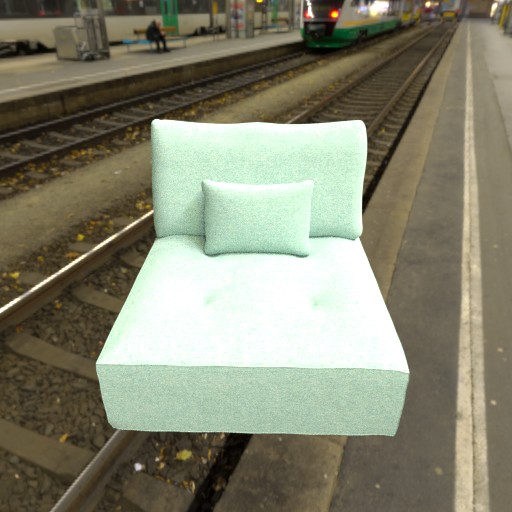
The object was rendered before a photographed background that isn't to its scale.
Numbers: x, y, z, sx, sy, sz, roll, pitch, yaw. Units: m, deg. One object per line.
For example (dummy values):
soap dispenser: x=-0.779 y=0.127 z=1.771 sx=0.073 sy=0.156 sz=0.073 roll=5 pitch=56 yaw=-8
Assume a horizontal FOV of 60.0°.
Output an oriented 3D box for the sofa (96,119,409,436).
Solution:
sofa: x=0.000 y=0.000 z=1.683 sx=0.930 sy=0.820 sz=1.000 roll=1 pitch=29 yaw=1
